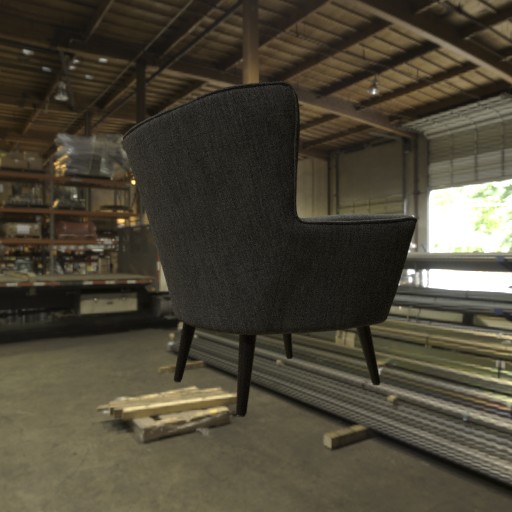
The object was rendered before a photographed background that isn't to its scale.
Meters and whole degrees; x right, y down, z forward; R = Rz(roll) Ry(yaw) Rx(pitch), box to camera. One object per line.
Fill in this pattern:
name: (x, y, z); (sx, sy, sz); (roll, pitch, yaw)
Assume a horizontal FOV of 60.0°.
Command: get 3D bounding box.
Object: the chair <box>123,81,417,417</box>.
chair: (0.000, 0.000, 1.588); (0.888, 0.933, 0.781); (0, 1, -36)
